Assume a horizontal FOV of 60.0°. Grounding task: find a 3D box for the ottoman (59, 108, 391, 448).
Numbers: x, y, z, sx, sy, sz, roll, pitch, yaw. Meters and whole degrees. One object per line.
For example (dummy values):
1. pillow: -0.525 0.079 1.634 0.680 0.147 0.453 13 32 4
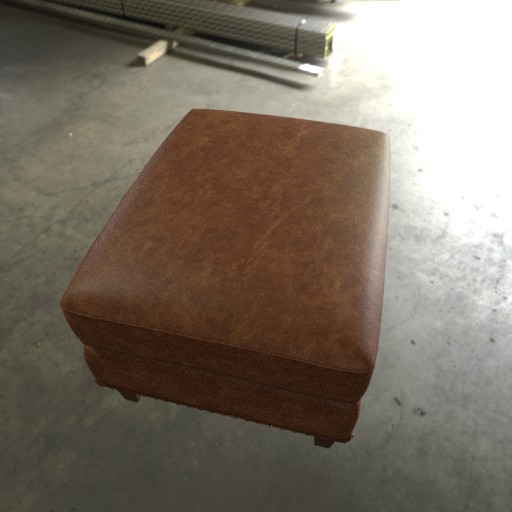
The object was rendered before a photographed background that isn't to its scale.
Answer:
1. ottoman: 0.000 0.000 1.117 0.586 0.486 0.742 10 47 9
